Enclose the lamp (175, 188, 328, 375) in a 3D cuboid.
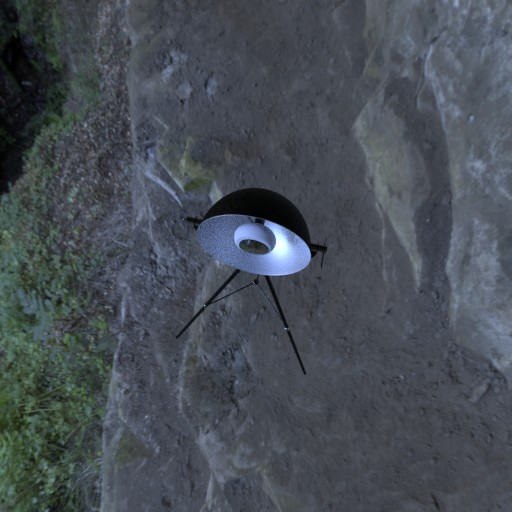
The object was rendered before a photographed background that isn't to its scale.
[{"bbox_3d":[0.000,0.000,2.049,0.817,1.512,0.920,12,76,3],"label":"lamp"}]
